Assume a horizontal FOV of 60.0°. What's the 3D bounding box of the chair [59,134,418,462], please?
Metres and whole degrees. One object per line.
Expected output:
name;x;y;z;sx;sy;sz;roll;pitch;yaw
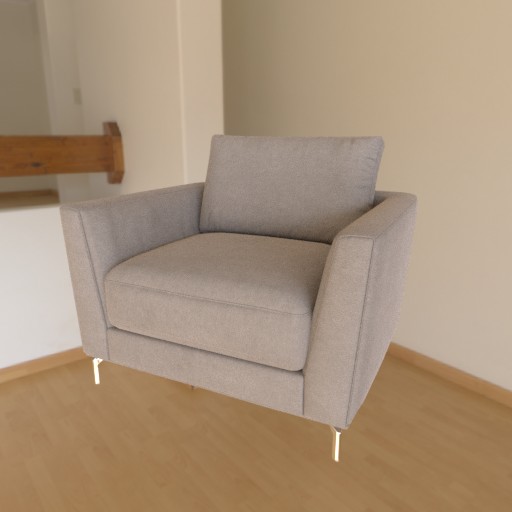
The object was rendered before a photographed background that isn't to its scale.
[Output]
chair;0.000;0.000;1.631;1.041;0.864;0.889;7;17;25
